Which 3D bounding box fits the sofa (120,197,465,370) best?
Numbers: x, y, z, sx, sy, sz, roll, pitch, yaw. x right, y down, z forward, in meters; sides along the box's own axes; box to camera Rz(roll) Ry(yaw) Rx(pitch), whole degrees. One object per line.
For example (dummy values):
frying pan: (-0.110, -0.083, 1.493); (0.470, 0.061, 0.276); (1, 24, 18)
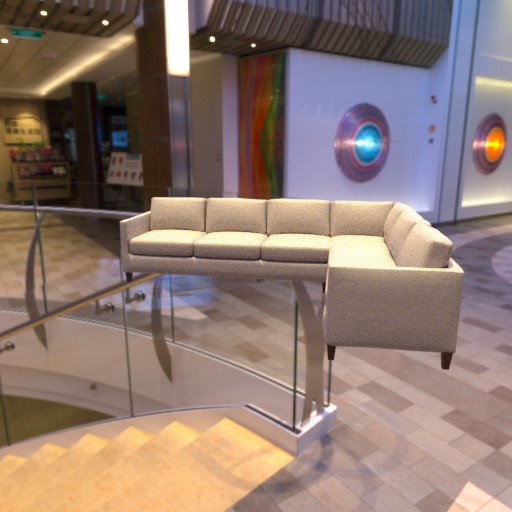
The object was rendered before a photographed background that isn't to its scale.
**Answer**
sofa: (0.000, 0.000, 4.483); (3.333, 0.934, 2.522); (2, 14, 10)
